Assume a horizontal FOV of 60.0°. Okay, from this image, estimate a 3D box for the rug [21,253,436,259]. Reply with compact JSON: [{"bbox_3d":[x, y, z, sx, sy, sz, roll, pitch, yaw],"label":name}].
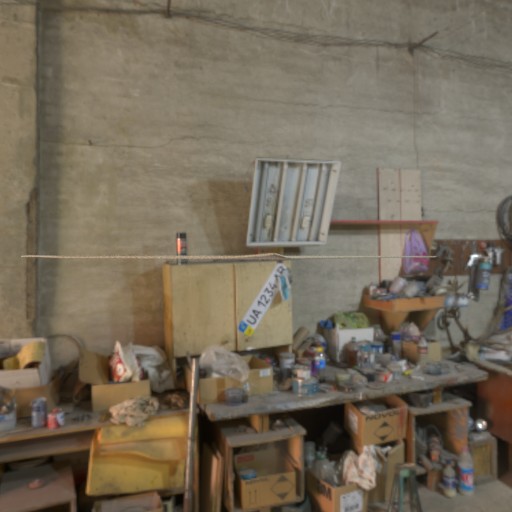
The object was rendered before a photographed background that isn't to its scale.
[{"bbox_3d":[0.000,0.000,3.830,2.277,0.035,2.897,0,0,36],"label":"rug"}]
